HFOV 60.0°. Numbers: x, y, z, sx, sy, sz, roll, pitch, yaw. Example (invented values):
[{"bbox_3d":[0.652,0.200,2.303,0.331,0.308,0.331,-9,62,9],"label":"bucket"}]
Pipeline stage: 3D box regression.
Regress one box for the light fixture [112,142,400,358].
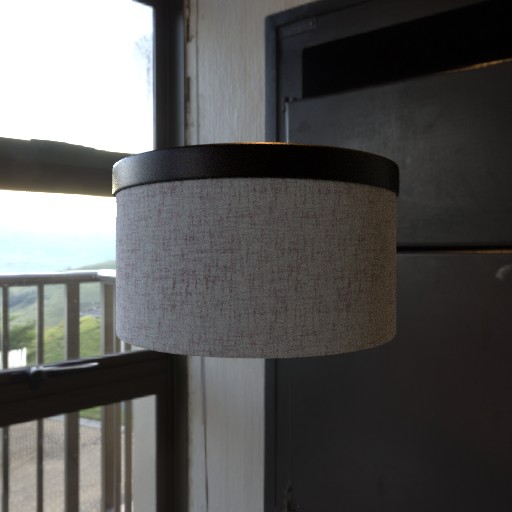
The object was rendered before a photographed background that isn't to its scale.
[{"bbox_3d":[0.000,0.000,0.633,0.389,0.229,0.389,0,0,0],"label":"light fixture"}]
